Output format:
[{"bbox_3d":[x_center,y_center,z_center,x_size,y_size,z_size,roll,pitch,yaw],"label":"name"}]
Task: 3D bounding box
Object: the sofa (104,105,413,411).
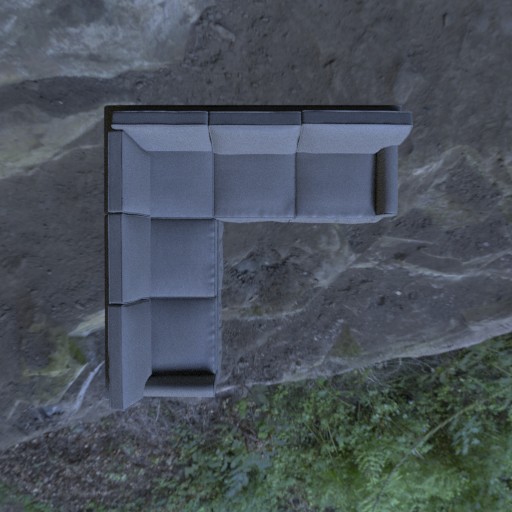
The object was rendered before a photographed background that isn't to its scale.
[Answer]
[{"bbox_3d":[0.000,0.000,4.137,2.623,1.081,2.618,0,91,0],"label":"sofa"}]
